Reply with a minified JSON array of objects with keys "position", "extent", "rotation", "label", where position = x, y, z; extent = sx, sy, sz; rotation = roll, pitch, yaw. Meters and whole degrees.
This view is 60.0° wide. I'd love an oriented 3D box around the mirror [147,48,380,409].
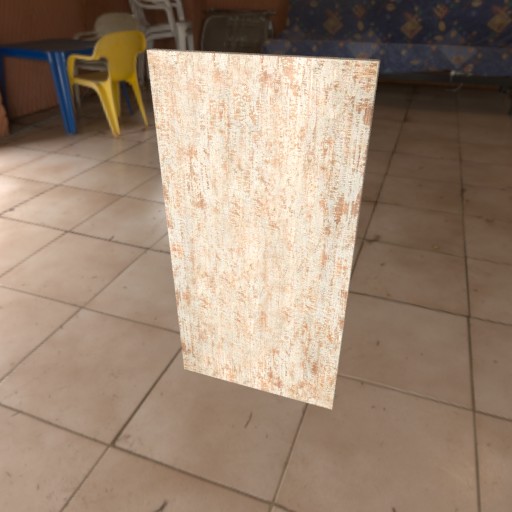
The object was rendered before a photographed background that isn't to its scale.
[{"position":[0.000,0.000,1.105],"extent":[0.472,0.922,0.027],"rotation":[10,33,16],"label":"mirror"}]
